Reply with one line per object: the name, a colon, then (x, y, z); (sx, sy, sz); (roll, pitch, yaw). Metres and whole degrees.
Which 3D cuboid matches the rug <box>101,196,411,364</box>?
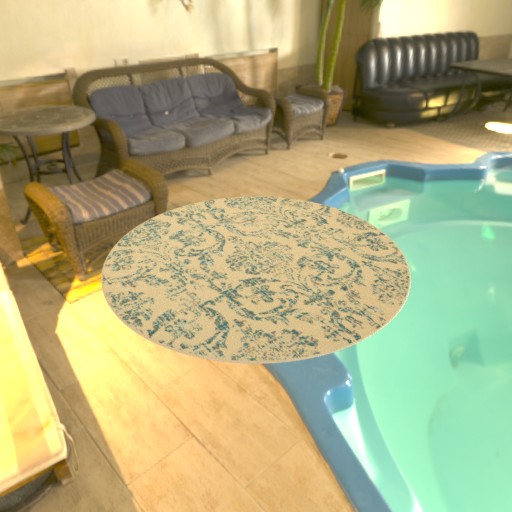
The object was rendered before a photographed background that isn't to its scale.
rug: (0.000, 0.000, 2.378); (1.593, 0.012, 1.593); (0, 31, 0)
